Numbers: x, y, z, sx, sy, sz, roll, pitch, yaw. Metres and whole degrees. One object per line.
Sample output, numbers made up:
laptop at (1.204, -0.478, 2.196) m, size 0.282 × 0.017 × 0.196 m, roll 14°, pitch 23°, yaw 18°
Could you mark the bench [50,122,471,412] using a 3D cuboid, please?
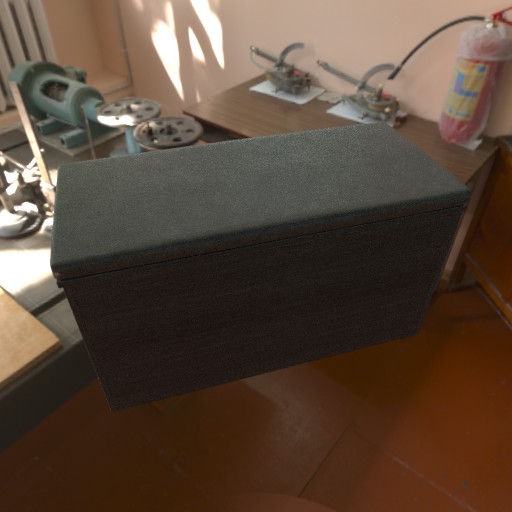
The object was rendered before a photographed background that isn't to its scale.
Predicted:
bench at (0.000, 0.000, 1.205) m, size 0.905 × 0.501 × 0.401 m, roll -11°, pitch 42°, yaw -13°
